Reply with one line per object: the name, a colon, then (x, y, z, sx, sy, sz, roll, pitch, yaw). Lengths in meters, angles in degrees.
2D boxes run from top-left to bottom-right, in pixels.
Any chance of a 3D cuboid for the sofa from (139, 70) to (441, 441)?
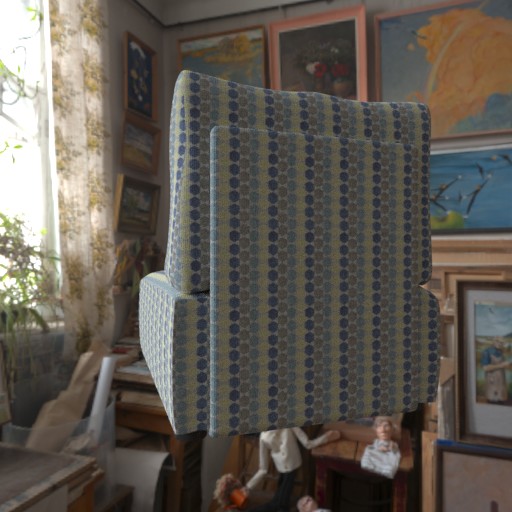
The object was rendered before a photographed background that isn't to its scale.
sofa: (0.000, 0.000, 1.499, 0.700, 0.820, 1.000, 0, 0, -19)
